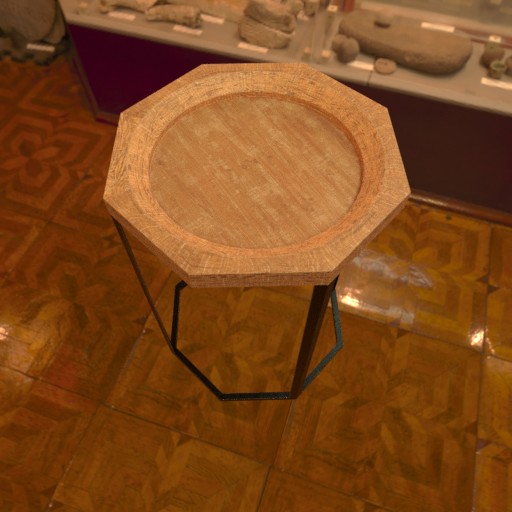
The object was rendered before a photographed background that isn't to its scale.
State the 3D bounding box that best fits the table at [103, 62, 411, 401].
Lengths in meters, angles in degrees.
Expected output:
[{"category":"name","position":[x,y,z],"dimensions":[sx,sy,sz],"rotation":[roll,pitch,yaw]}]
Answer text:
[{"category":"table","position":[0.000,0.000,0.857],"dimensions":[0.437,0.553,0.437],"rotation":[18,59,11]}]
